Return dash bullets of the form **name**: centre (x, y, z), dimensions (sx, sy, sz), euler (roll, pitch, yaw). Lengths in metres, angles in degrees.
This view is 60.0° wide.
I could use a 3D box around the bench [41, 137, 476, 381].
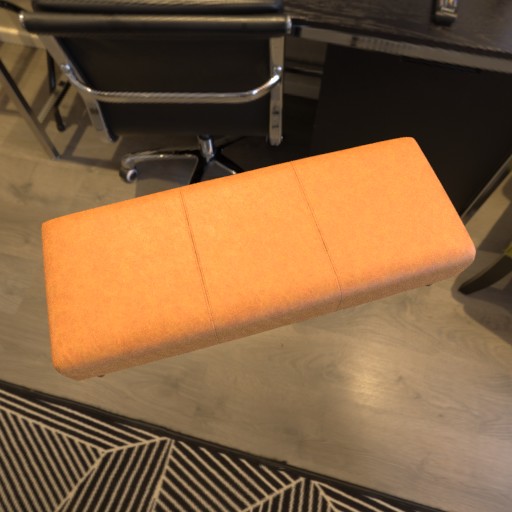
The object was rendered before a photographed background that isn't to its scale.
- **bench**: centre (0.000, 0.000, 1.862), dimensions (1.610, 0.399, 0.653), euler (-14, 65, -7)
